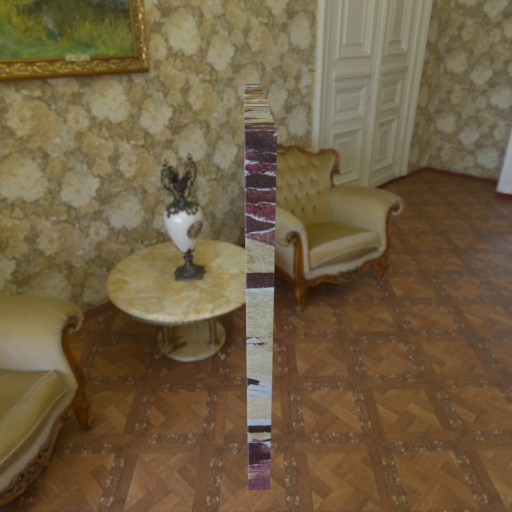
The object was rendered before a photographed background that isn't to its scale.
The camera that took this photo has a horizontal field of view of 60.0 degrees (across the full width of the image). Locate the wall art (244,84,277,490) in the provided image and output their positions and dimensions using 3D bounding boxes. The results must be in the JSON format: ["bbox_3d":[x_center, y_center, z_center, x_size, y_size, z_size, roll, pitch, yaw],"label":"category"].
[{"bbox_3d":[0.000,0.000,0.914,0.041,0.613,0.609,-1,26,-1],"label":"wall art"}]
